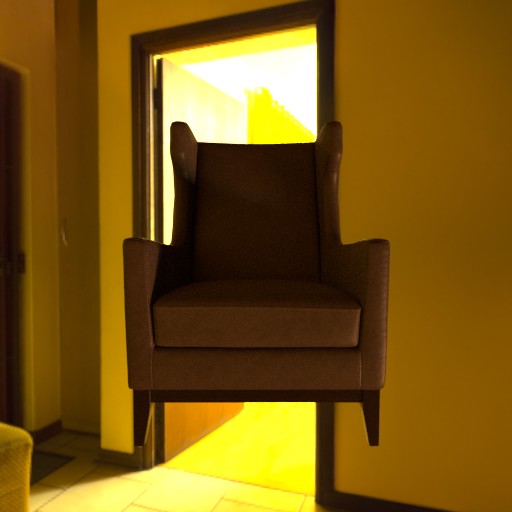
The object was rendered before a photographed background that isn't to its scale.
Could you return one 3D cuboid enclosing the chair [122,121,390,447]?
[{"bbox_3d":[0.000,0.000,1.664,0.769,1.079,0.899,0,1,0],"label":"chair"}]
